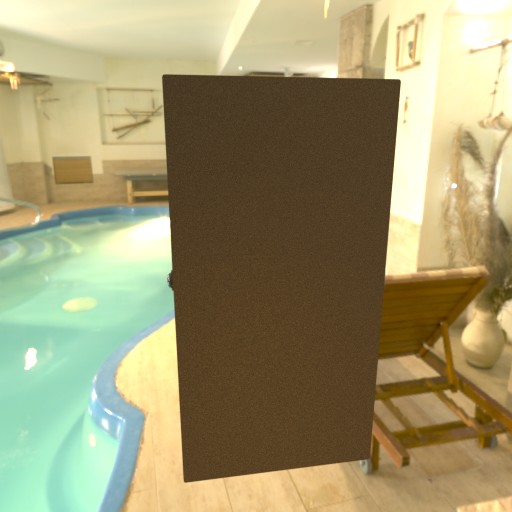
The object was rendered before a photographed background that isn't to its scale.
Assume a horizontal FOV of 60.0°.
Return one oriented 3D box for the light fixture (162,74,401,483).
[{"bbox_3d":[0.000,0.000,0.257,0.098,0.179,0.138,-3,16,-9],"label":"light fixture"}]
